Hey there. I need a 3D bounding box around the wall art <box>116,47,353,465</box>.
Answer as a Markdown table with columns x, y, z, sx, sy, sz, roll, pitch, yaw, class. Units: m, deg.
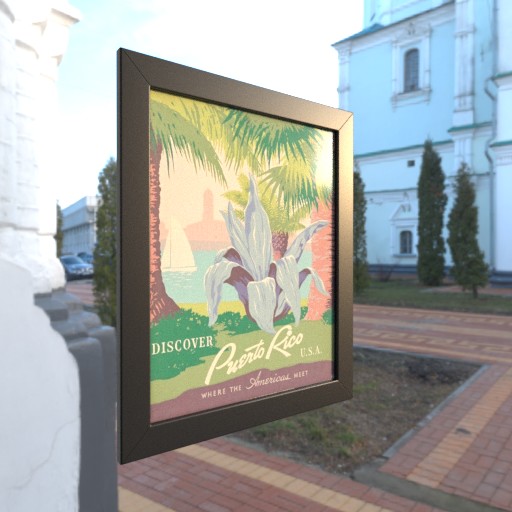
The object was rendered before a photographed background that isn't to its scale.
| x | y | z | sx | sy | sz | roll | pitch | yaw | class |
| --- | --- | --- | --- | --- | --- | --- | --- | --- | --- |
| 0.000 | 0.000 | 0.765 | 0.481 | 0.582 | 0.018 | 0 | 0 | -37 | wall art |
